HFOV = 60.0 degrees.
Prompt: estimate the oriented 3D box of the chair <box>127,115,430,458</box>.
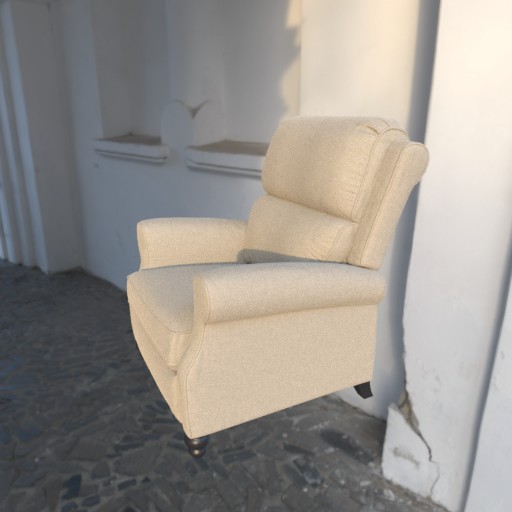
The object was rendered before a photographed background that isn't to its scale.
[{"bbox_3d":[0.000,0.000,1.740,0.919,1.046,0.859,-9,20,-26],"label":"chair"}]
